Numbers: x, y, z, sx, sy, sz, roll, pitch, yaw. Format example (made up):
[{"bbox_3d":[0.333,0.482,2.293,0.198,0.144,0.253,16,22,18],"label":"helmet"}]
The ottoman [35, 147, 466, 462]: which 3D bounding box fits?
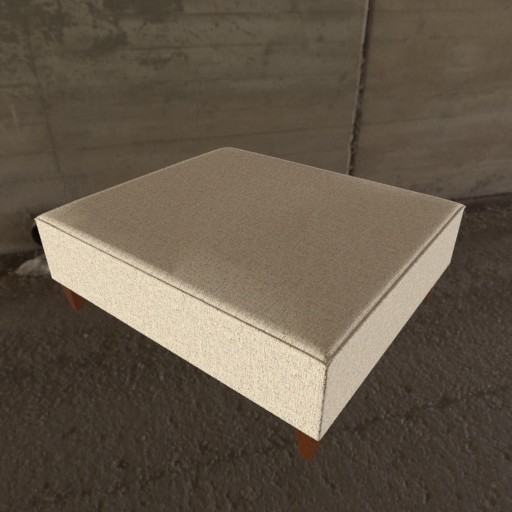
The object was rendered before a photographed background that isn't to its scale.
[{"bbox_3d":[0.000,0.000,1.203,0.835,0.303,0.736,22,37,31],"label":"ottoman"}]
